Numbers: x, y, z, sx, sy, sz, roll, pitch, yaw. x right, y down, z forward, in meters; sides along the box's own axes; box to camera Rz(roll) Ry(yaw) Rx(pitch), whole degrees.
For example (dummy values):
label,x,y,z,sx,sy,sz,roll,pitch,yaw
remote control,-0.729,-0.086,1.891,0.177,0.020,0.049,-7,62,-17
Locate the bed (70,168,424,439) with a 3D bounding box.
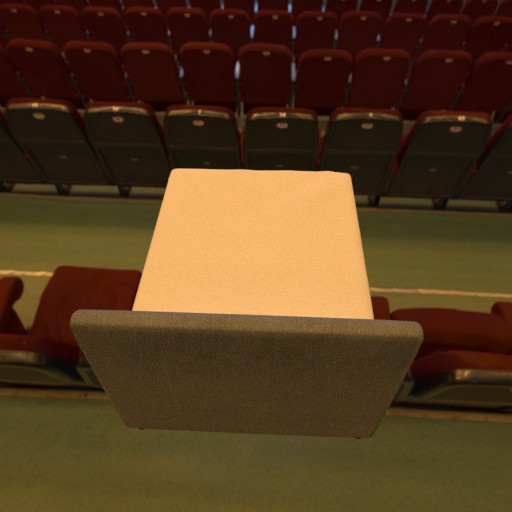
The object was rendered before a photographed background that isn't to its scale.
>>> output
label,x,y,z,sx,sy,sz,roll,pitch,yaw
bed,0.000,0.000,3.206,1.713,1.330,2.142,2,48,2
